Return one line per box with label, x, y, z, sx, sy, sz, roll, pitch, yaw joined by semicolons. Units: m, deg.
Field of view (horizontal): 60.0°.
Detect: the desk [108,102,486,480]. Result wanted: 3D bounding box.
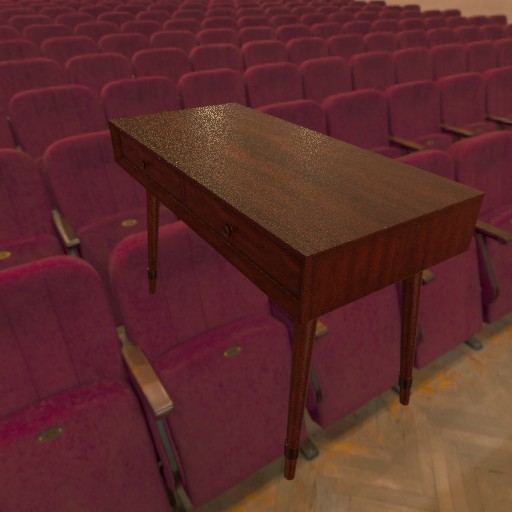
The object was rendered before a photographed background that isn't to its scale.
desk;0.000;0.000;2.082;0.734;1.031;1.577;-19;36;-28
